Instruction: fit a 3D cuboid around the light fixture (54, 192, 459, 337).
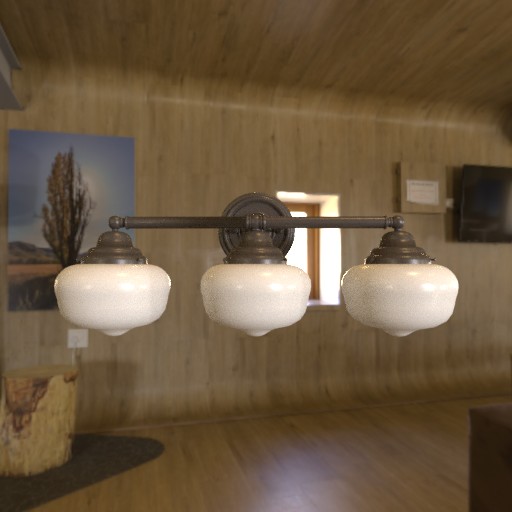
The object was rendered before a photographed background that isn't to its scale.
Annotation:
[{"bbox_3d":[0.000,0.000,0.699,0.587,0.242,0.239,0,-1,1],"label":"light fixture"}]
